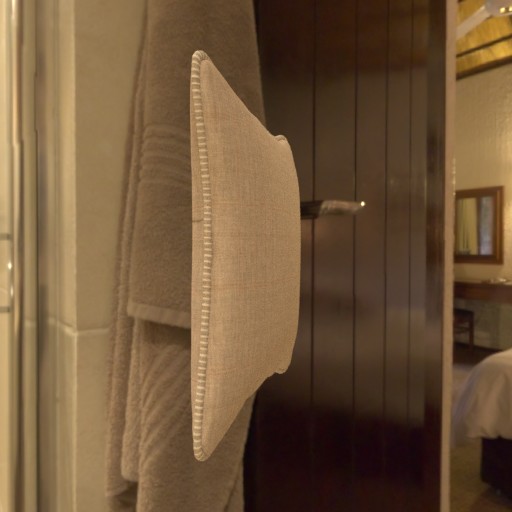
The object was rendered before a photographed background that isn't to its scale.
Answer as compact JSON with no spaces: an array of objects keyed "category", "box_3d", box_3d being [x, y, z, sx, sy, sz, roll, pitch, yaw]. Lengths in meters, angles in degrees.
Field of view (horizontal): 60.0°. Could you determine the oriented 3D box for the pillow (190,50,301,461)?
[{"category":"pillow","box_3d":[0.000,0.000,0.740,0.124,0.494,0.485,0,1,17]}]
